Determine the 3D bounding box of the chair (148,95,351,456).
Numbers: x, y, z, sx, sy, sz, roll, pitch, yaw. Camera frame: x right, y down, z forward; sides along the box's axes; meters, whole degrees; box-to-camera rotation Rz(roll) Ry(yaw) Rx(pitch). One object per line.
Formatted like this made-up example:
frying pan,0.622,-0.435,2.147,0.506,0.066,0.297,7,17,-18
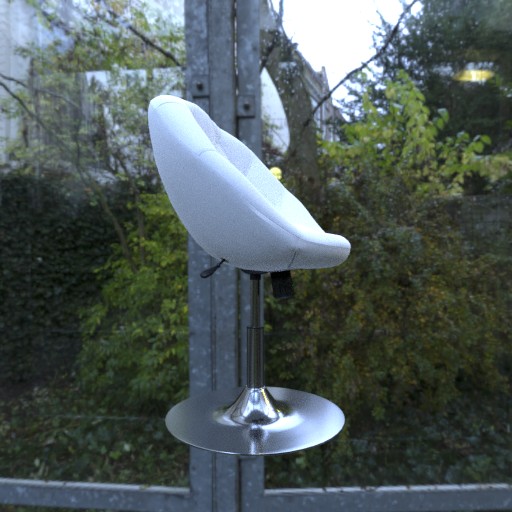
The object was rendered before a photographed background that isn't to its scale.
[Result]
chair,0.000,0.000,1.756,0.736,1.261,0.940,0,0,18
